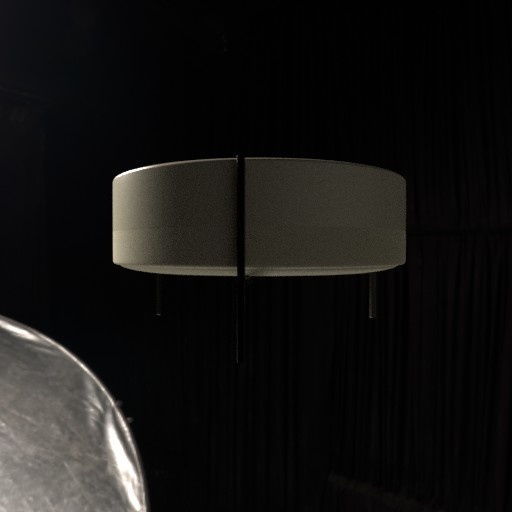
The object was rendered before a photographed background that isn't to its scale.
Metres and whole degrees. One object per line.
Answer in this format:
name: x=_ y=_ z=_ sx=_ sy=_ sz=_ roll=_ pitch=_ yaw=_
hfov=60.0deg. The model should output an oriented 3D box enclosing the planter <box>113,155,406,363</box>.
planter: x=0.000 y=0.000 z=0.538 sx=0.345 sy=0.171 sz=0.336 roll=1 pitch=1 yaw=35
